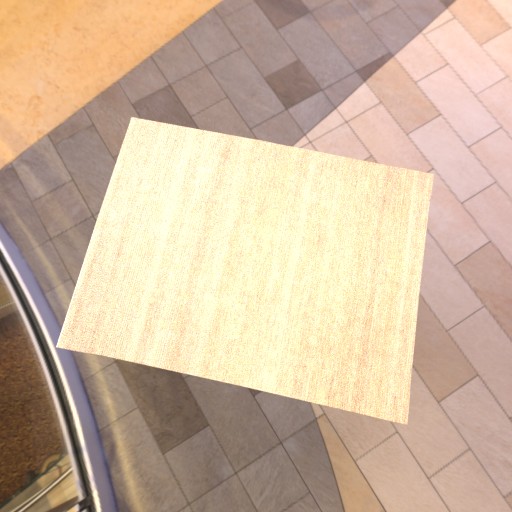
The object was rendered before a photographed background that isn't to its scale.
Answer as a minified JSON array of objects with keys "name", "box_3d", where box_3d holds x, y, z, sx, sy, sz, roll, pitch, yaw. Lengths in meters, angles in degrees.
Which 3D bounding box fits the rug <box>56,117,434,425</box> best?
[{"name":"rug","box_3d":[0.000,0.000,4.302,3.245,0.046,2.467,12,75,3]}]
